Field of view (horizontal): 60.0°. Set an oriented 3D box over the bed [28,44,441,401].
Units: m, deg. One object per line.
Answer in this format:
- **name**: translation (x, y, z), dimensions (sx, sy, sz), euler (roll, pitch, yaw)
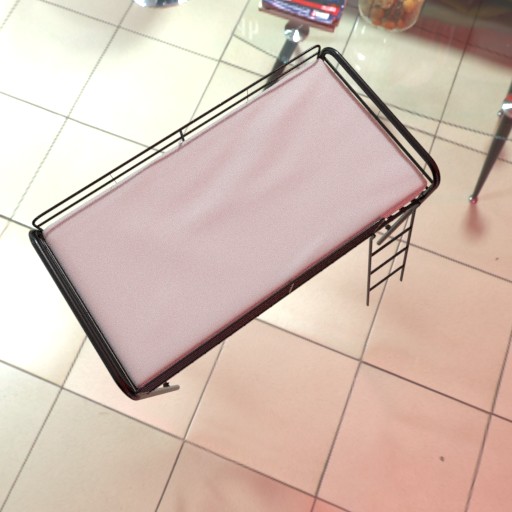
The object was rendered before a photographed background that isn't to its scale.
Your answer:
- **bed**: translation (0.000, 0.000, 2.871), dimensions (1.968, 1.289, 1.393), euler (-34, 78, -8)
